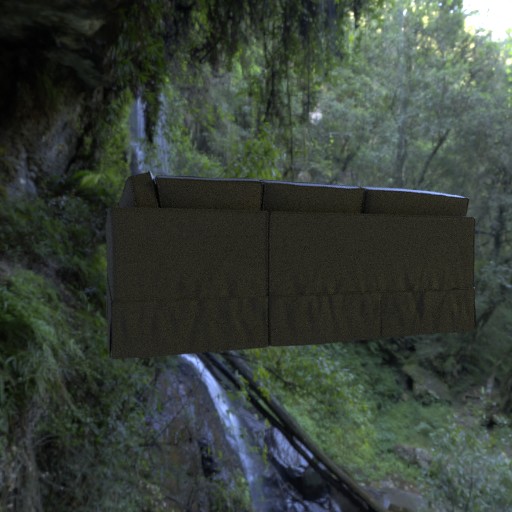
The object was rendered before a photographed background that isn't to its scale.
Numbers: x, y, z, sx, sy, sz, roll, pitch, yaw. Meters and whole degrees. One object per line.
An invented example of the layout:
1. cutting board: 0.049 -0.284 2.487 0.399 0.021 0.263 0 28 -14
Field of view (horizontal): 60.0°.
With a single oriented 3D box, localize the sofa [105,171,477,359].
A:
1. sofa: 0.000 0.000 4.081 2.618 1.081 2.623 0 1 -19
